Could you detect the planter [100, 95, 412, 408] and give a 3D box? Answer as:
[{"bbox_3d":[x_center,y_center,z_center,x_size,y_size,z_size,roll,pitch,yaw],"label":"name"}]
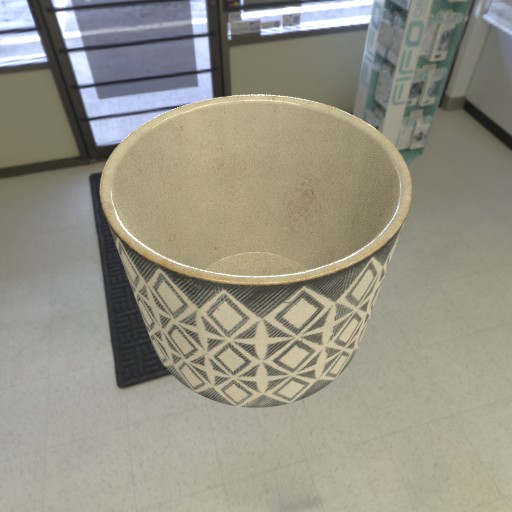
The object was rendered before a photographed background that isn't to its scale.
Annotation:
[{"bbox_3d":[0.000,0.000,0.340,0.192,0.165,0.192,0,47,0],"label":"planter"}]
